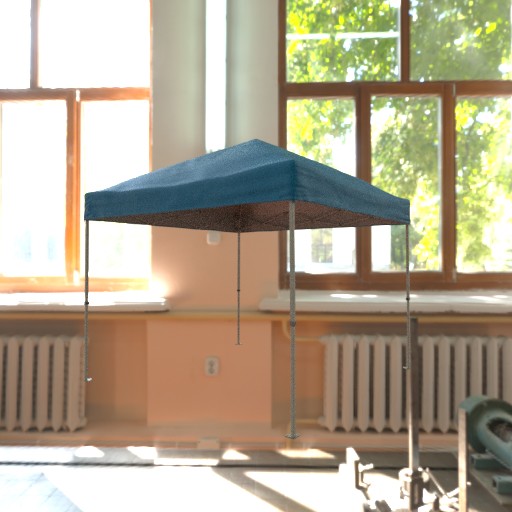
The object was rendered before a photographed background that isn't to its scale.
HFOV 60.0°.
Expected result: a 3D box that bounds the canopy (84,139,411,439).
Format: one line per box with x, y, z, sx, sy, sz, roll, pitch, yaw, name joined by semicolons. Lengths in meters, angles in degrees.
0.000;0.000;5.650;2.996;2.997;2.998;-1;-1;37;canopy
